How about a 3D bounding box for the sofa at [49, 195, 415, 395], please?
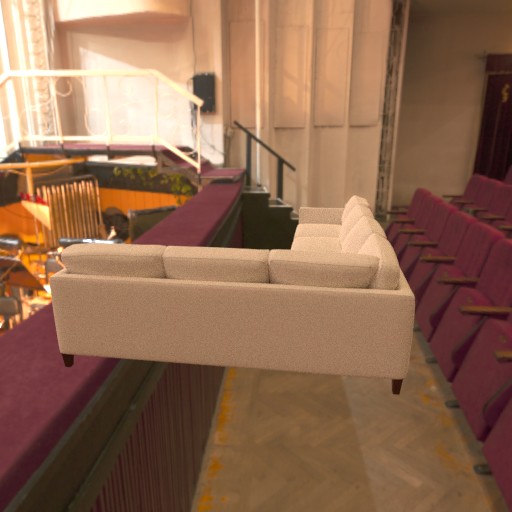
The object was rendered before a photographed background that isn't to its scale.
[{"bbox_3d":[0.000,0.000,4.618,2.593,0.947,3.302,2,16,8],"label":"sofa"}]
